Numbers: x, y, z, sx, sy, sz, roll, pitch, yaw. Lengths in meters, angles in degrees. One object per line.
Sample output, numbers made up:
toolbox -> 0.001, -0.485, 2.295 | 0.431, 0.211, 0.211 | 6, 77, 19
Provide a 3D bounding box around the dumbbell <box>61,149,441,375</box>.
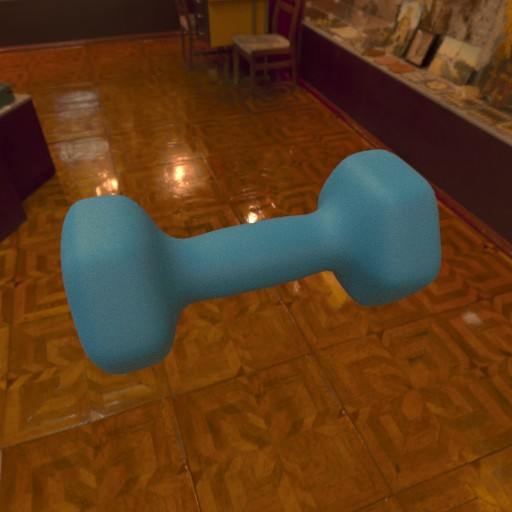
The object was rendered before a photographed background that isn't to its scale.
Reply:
dumbbell -> 0.000, 0.000, 0.191 | 0.152, 0.066, 0.074 | -12, 42, -14
